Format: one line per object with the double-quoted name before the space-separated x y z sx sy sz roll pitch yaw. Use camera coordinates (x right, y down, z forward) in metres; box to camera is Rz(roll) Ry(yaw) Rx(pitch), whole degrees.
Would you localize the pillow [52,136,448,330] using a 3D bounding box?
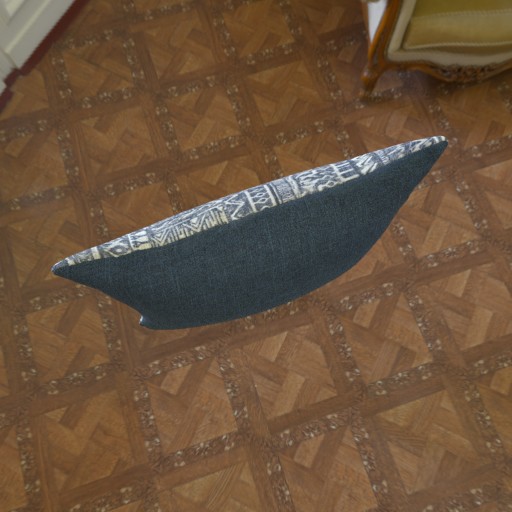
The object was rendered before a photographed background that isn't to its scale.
"pillow" 0.000 0.000 0.790 0.546 0.487 0.180 -19 75 -5
